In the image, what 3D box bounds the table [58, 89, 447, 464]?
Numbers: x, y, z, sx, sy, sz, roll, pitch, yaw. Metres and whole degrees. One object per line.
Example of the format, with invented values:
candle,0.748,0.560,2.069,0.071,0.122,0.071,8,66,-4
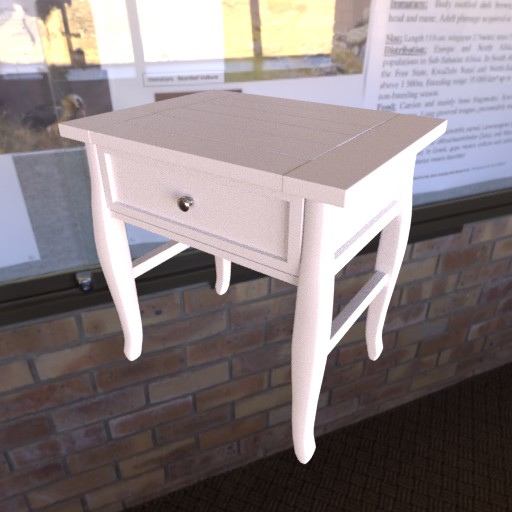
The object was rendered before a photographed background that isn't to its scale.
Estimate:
table,0.000,0.000,1.007,0.599,0.605,0.463,19,35,30
